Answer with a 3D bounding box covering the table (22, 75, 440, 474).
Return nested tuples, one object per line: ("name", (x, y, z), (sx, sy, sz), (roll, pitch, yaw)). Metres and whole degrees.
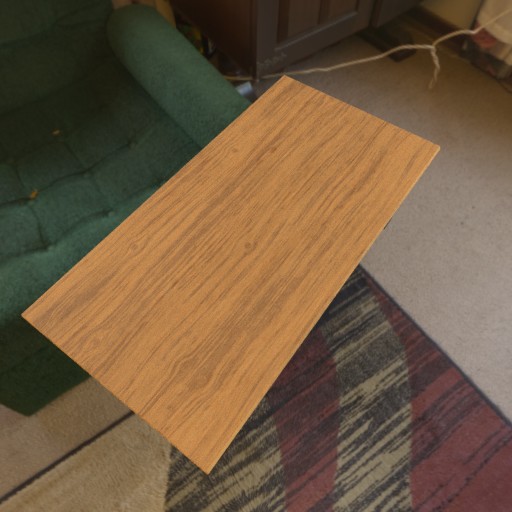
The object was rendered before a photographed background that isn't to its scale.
("table", (0.000, 0.000, 1.625), (0.693, 0.445, 1.331), (32, 64, 18))
